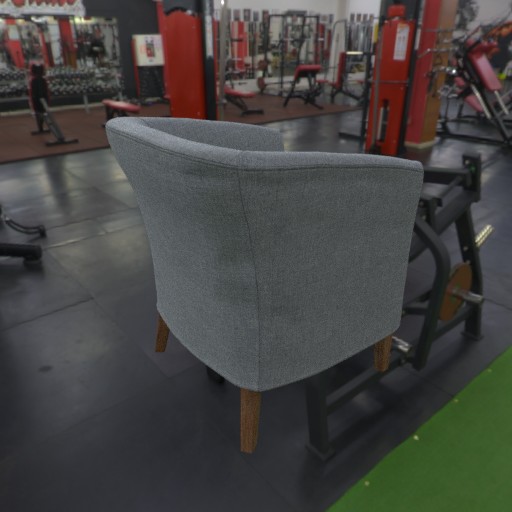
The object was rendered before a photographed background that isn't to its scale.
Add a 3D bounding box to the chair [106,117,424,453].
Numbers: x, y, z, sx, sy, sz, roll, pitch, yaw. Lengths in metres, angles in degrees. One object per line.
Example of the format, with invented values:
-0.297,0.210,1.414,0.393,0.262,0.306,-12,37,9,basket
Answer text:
0.000,0.000,1.259,0.668,0.771,0.600,-19,32,-33,chair
